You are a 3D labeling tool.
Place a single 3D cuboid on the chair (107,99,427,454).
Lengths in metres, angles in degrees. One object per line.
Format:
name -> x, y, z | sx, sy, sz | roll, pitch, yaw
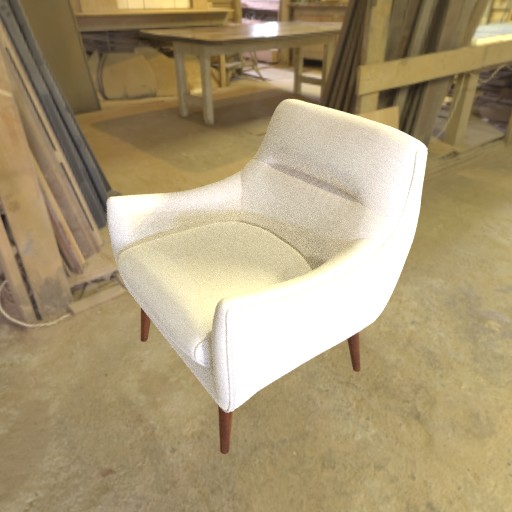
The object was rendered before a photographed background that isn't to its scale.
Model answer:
chair -> 0.000, 0.000, 1.463 | 0.787, 0.838, 0.762 | -21, 37, -30
